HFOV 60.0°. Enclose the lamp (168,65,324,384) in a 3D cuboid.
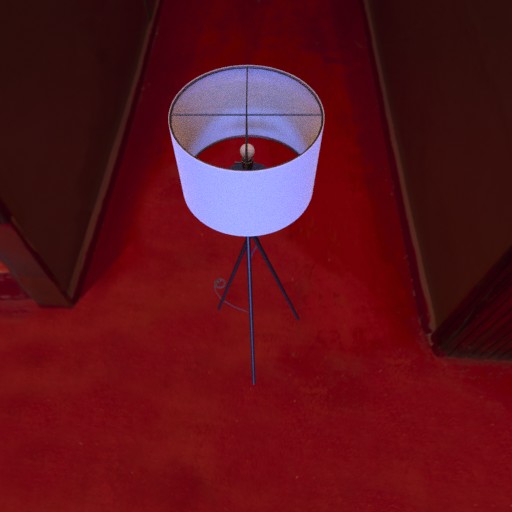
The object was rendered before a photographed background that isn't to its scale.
[{"bbox_3d":[0.000,0.000,1.935,0.522,1.624,0.667,0,58,0],"label":"lamp"}]
